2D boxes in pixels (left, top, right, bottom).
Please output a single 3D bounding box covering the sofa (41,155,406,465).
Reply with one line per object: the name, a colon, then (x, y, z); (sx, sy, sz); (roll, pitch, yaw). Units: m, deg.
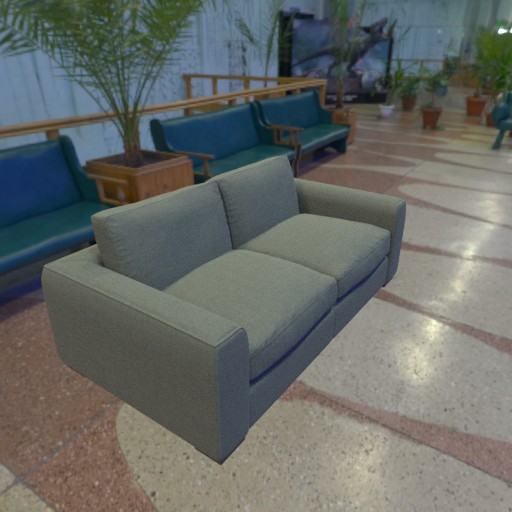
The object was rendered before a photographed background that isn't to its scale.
sofa: (0.000, 0.000, 2.468); (1.069, 0.800, 1.920); (17, 31, 32)
